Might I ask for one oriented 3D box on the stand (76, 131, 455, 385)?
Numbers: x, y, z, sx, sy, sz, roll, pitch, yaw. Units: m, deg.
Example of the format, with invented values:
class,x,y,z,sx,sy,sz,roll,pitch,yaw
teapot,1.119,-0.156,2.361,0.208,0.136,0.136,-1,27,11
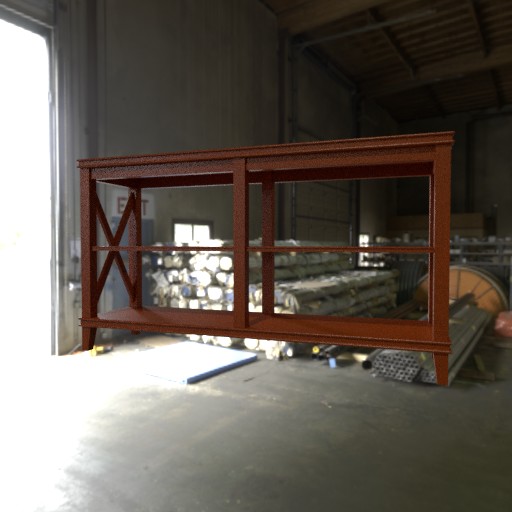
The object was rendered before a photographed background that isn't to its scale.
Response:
class,x,y,z,sx,sy,sz,roll,pitch,yaw
stand,0.000,0.000,1.720,1.372,0.762,0.381,1,2,19
